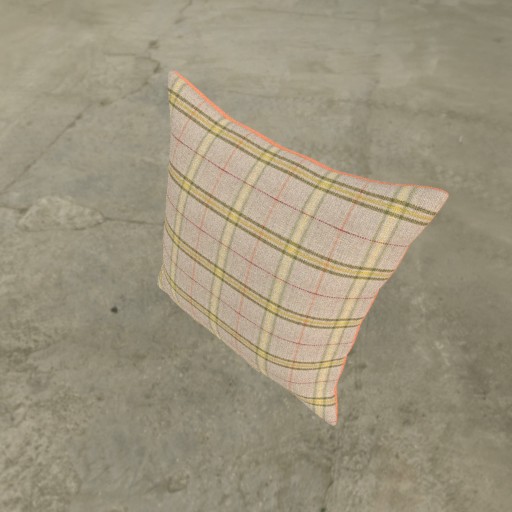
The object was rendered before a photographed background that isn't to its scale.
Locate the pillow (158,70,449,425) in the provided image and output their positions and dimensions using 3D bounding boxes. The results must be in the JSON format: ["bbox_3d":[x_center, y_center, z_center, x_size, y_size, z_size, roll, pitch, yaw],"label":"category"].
[{"bbox_3d":[0.000,0.000,0.707,0.453,0.430,0.200,33,55,26],"label":"pillow"}]
